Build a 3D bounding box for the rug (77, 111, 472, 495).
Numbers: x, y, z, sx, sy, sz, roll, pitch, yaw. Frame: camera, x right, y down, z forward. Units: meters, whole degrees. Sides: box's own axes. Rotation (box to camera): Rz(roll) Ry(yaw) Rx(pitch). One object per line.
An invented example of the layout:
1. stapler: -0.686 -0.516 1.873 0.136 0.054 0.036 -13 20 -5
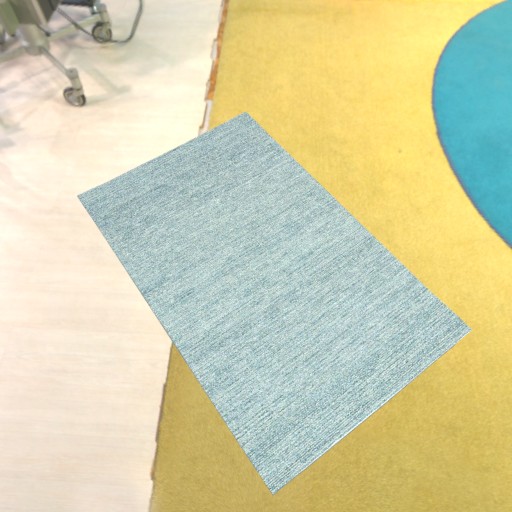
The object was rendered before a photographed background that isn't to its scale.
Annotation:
1. rug: 0.000 0.000 2.288 1.174 0.022 1.853 -32 64 -18
